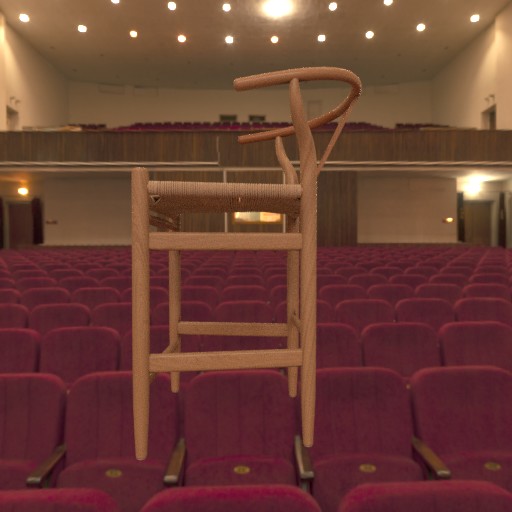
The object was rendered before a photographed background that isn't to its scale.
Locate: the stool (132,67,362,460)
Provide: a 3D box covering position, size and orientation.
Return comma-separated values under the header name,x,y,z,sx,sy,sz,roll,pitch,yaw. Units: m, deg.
name,x,y,z,sx,sy,sz,roll,pitch,yaw
stool,0.000,0.000,1.258,0.575,0.923,0.536,0,1,-1
